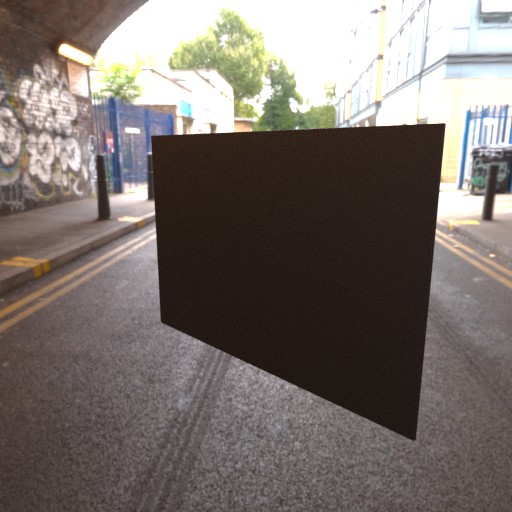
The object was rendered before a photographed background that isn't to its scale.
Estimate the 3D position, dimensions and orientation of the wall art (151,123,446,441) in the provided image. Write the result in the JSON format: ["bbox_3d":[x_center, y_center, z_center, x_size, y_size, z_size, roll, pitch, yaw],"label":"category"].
[{"bbox_3d":[0.000,0.000,1.494,1.192,0.811,0.013,13,18,43],"label":"wall art"}]
